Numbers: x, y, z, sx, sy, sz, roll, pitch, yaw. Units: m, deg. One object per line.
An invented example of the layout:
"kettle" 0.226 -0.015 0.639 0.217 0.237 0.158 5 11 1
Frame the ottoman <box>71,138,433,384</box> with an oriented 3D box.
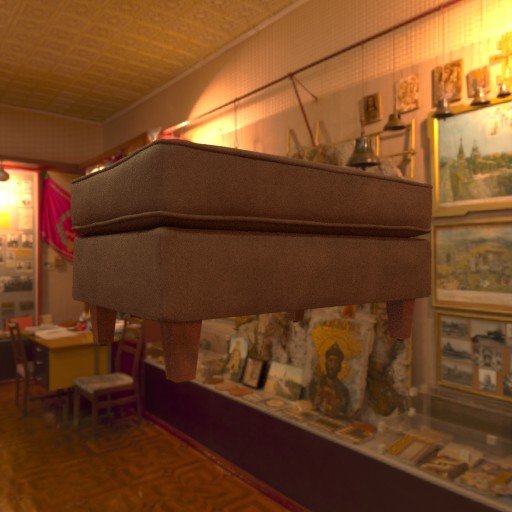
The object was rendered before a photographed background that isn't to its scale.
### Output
"ottoman" 0.000 0.000 1.228 0.860 0.481 0.596 0 0 -37
